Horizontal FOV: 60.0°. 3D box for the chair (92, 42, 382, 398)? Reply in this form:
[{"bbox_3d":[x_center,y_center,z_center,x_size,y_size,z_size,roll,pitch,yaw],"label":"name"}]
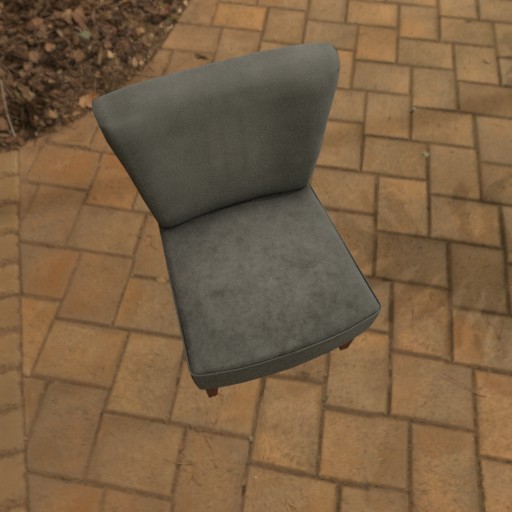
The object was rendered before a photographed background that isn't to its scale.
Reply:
[{"bbox_3d":[0.000,0.000,1.163,0.521,0.806,0.554,-18,65,-9],"label":"chair"}]
